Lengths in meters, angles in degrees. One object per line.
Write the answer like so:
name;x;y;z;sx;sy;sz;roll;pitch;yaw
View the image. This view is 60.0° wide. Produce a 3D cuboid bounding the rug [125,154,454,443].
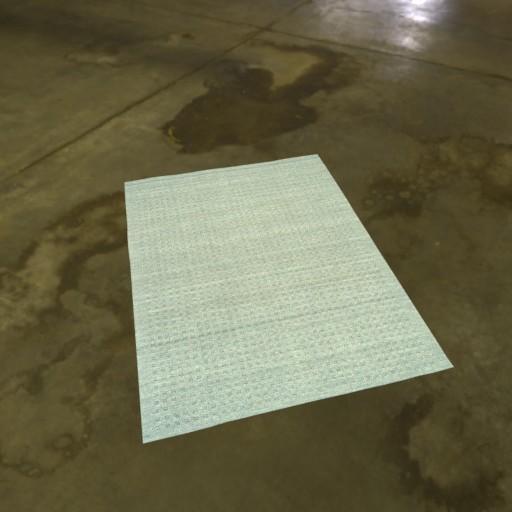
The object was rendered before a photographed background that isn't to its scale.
rug;0.000;0.000;4.394;2.443;0.007;3.200;-10;46;-10
